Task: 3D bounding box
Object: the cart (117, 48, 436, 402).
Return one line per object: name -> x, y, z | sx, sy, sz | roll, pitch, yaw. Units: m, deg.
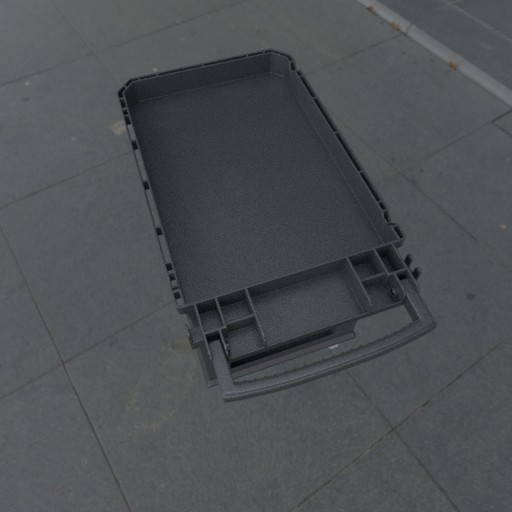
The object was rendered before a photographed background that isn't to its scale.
cart -> 0.000, 0.000, 1.744 | 0.674, 0.884, 1.239 | -16, 60, -10
